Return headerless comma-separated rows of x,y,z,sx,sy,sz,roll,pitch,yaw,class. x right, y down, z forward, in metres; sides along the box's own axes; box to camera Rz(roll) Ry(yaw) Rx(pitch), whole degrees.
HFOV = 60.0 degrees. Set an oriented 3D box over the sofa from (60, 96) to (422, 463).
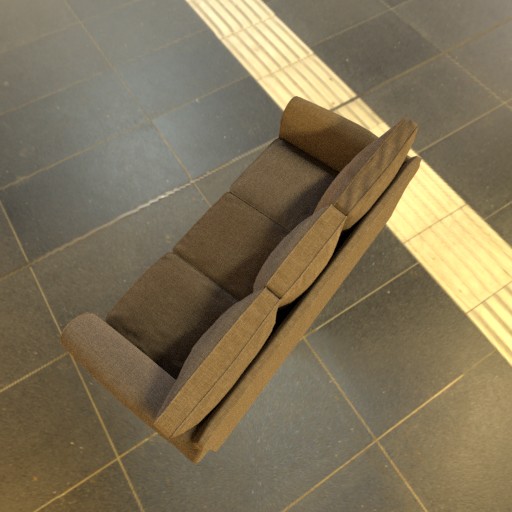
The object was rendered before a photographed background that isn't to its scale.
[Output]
0.000,0.000,2.560,0.916,0.961,2.084,35,69,16,sofa
